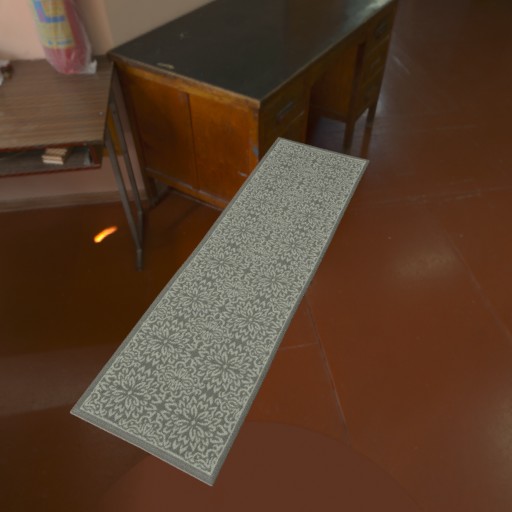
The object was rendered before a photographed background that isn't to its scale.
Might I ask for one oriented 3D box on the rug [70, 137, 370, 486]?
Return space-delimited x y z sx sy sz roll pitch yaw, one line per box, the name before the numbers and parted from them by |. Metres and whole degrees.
rug | 0.000 0.000 2.382 0.662 0.011 2.196 19 51 16
